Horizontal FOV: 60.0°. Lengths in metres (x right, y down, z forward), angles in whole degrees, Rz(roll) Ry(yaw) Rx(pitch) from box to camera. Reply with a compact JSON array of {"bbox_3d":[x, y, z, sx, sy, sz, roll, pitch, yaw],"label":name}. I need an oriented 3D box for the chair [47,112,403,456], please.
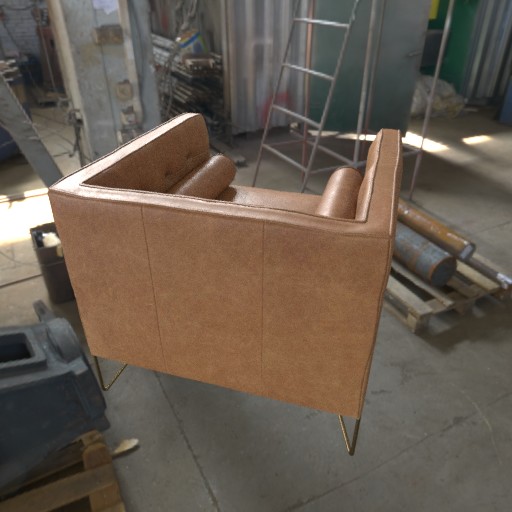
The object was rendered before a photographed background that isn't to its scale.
[{"bbox_3d":[0.000,0.000,1.622,0.920,0.797,0.912,9,33,14],"label":"chair"}]
